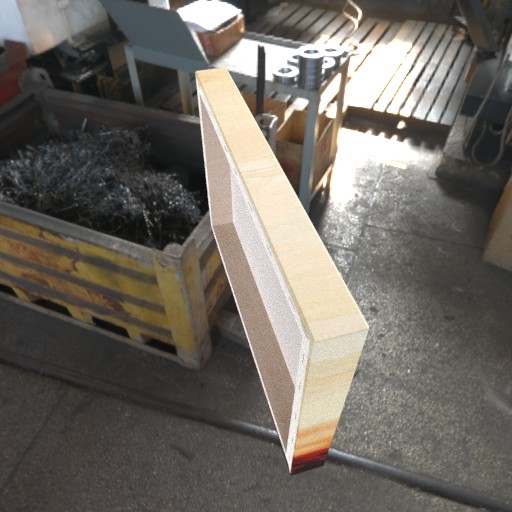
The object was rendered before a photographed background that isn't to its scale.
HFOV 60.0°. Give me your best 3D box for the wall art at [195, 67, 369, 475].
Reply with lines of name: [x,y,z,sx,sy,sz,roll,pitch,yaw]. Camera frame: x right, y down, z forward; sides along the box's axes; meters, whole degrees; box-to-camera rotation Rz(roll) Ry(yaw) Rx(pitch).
wall art: [0.000,0.000,0.488,0.037,0.251,0.383,-12,48,-11]
